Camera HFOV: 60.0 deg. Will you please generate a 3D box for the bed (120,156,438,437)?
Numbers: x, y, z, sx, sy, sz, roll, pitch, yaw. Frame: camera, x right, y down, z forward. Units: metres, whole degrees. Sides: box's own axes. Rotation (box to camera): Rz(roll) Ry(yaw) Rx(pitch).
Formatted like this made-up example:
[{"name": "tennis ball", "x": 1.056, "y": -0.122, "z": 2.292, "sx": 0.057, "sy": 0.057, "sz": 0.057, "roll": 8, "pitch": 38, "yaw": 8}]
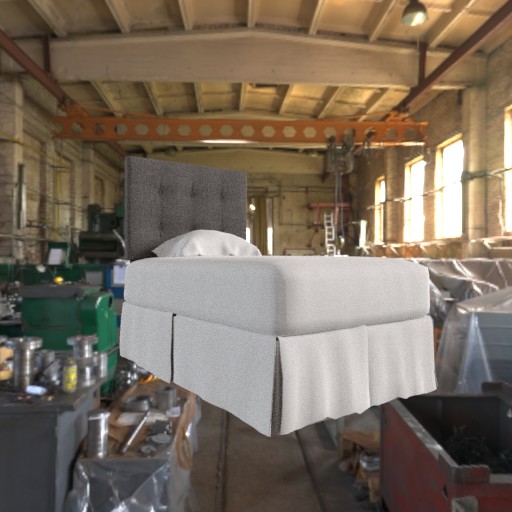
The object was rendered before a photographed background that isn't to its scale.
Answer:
[{"name": "bed", "x": 0.000, "y": 0.000, "z": 3.024, "sx": 1.261, "sy": 1.571, "sz": 1.997, "roll": 0, "pitch": 0, "yaw": -36}]
